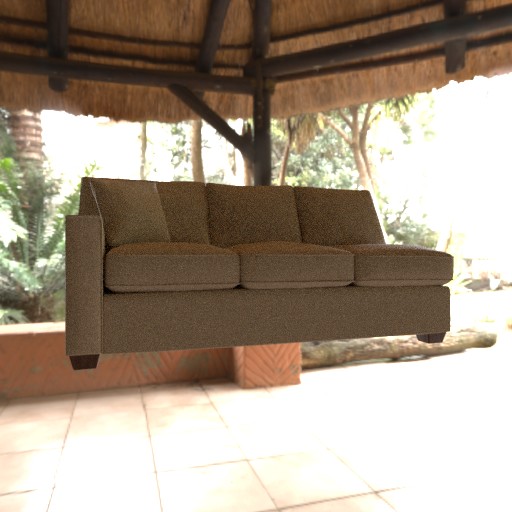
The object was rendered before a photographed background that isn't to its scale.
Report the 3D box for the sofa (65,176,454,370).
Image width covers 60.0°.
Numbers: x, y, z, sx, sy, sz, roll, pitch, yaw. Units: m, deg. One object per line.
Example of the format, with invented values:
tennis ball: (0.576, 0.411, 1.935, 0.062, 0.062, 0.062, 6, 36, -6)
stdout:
sofa: (0.000, 0.000, 2.561, 1.962, 0.946, 1.034, 0, 0, -18)
